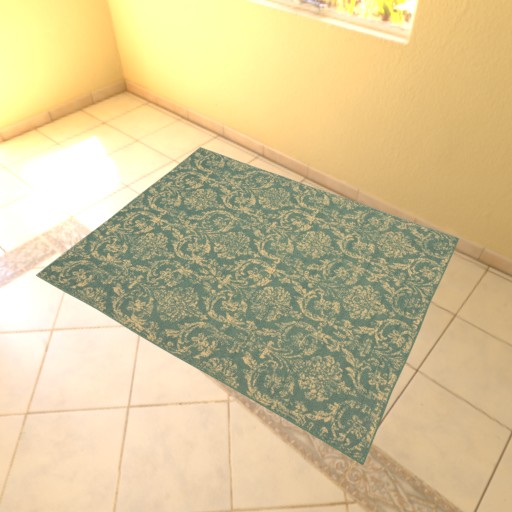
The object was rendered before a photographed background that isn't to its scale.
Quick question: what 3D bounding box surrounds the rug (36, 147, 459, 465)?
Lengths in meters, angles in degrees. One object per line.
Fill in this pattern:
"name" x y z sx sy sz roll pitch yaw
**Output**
"rug" 0.000 0.000 3.954 2.980 0.012 2.363 24 50 21
